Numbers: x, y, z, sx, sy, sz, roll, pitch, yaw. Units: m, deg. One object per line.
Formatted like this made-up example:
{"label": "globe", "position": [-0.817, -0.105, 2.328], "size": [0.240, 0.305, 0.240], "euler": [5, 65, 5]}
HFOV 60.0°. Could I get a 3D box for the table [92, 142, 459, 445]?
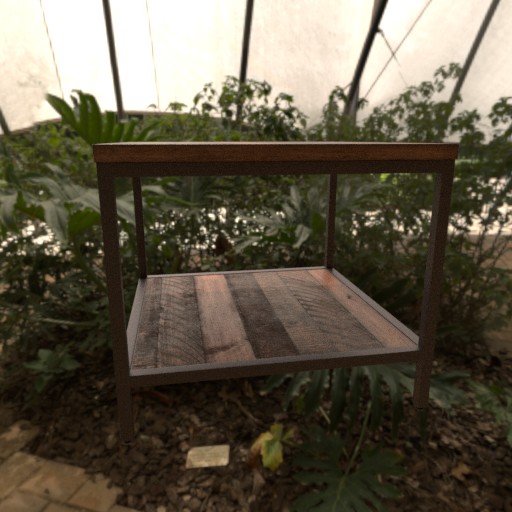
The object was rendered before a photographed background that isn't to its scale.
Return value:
{"label": "table", "position": [0.000, 0.000, 0.972], "size": [0.553, 0.482, 0.548], "euler": [-3, 15, -10]}
